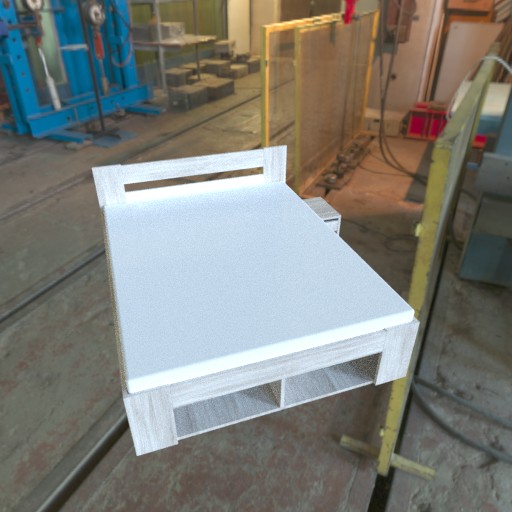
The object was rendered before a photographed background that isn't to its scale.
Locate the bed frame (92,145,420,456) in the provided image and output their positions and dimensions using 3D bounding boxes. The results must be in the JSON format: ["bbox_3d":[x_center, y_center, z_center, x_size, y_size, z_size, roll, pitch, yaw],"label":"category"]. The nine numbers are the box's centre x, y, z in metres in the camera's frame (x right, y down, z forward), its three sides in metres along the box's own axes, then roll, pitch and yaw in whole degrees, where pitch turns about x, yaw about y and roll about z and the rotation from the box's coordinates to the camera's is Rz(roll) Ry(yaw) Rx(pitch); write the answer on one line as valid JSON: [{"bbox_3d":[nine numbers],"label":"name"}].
[{"bbox_3d":[0.000,0.000,3.204,2.040,0.860,2.050,-11,34,-16],"label":"bed frame"}]
